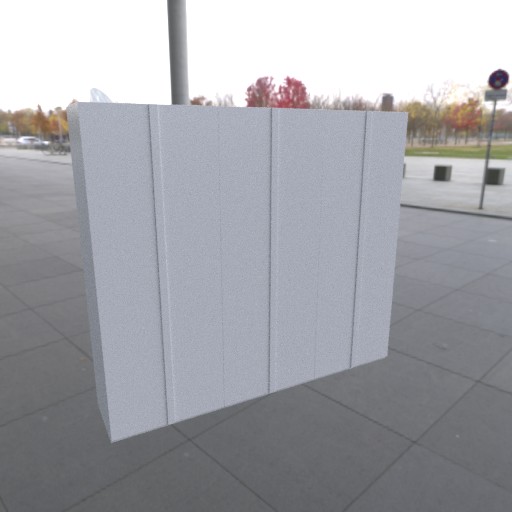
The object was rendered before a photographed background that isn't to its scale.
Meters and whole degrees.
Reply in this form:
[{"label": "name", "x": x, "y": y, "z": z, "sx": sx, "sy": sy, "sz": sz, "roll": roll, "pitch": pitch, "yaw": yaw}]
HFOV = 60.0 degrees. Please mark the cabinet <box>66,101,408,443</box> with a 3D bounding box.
[{"label": "cabinet", "x": 0.000, "y": 0.000, "z": 3.779, "sx": 2.700, "sy": 2.370, "sz": 0.590, "roll": -8, "pitch": 17, "yaw": -27}]
